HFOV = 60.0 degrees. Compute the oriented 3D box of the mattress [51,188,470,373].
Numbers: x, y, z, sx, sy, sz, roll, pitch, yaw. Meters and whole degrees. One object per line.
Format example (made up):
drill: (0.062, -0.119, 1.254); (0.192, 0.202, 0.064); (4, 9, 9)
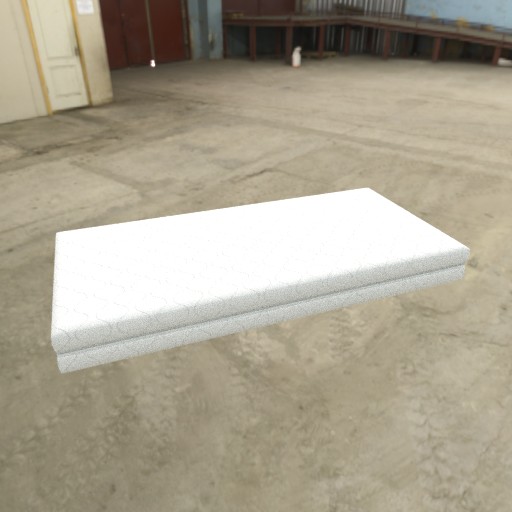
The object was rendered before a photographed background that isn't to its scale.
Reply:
mattress: (0.000, 0.000, 2.271); (1.900, 0.200, 0.900); (-10, 31, -18)
